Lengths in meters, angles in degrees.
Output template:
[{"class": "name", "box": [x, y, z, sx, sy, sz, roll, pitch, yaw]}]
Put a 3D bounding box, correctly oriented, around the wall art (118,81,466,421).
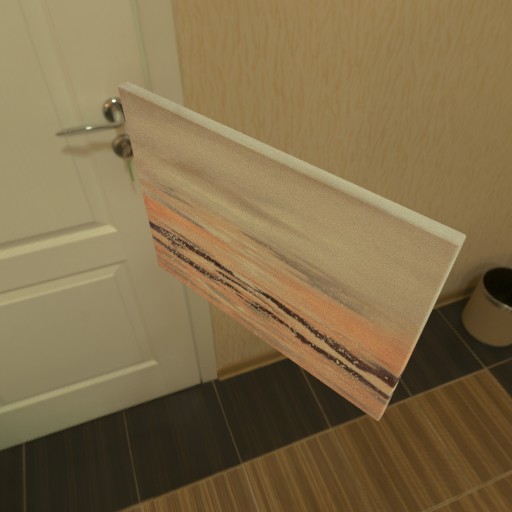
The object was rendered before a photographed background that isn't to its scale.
[{"class": "wall art", "box": [0.000, 0.000, 1.329, 1.015, 0.763, 0.038, 31, 54, 27]}]
